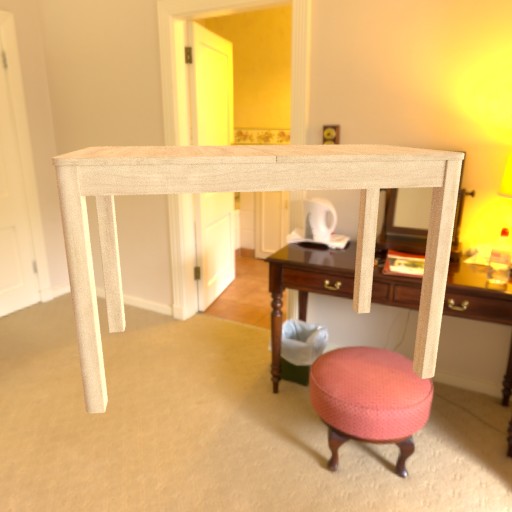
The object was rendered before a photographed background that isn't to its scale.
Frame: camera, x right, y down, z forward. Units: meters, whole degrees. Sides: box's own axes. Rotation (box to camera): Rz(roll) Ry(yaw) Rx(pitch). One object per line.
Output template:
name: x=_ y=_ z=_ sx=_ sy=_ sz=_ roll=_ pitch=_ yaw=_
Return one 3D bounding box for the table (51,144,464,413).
table: x=0.000 y=0.000 z=1.924 sx=1.400 sy=0.900 sz=0.750 roll=-3 pitch=17 yaw=-10
